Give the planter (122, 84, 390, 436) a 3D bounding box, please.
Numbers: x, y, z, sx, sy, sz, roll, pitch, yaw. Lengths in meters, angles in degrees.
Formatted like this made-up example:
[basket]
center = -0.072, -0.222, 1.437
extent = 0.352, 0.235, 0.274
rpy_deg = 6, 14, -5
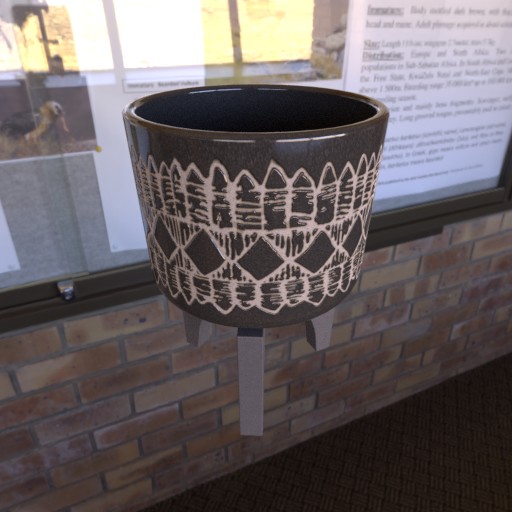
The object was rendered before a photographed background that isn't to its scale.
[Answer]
[planter]
center = 0.000, 0.000, 0.398
extent = 0.196, 0.264, 0.196
rpy_deg = 17, 34, 28
